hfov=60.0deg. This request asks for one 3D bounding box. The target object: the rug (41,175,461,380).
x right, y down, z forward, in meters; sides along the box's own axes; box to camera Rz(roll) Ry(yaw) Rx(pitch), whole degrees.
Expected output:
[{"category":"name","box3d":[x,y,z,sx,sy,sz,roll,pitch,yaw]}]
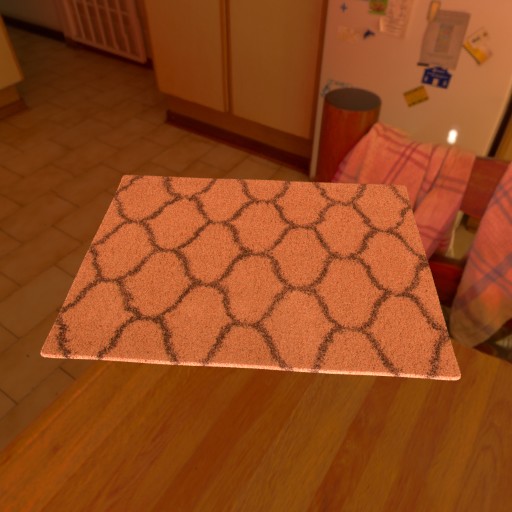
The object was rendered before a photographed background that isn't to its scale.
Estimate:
[{"category":"rug","box3d":[0.000,0.000,2.095,1.600,0.025,1.200,3,45,3]}]
